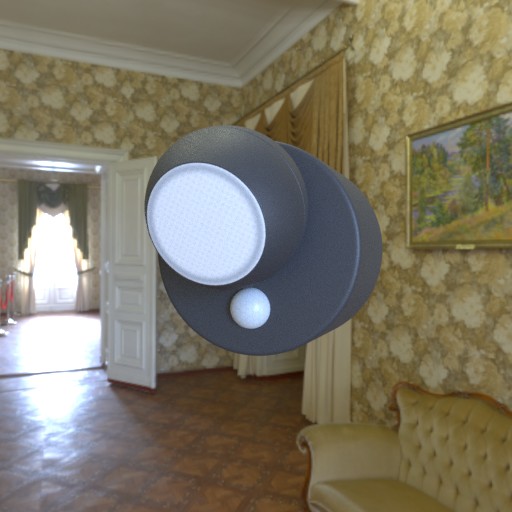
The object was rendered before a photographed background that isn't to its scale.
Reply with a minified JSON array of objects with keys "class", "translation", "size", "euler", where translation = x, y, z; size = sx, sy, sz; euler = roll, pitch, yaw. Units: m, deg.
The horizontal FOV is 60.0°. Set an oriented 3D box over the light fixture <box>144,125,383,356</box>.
[{"class":"light fixture","translation":[0.000,0.000,0.261],"size":[0.134,0.143,0.160],"euler":[0,0,20]}]
